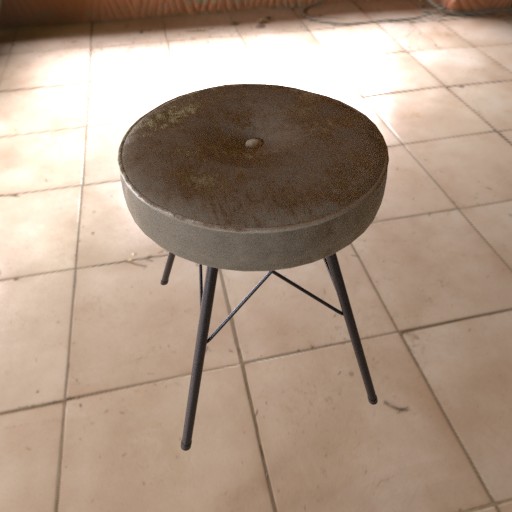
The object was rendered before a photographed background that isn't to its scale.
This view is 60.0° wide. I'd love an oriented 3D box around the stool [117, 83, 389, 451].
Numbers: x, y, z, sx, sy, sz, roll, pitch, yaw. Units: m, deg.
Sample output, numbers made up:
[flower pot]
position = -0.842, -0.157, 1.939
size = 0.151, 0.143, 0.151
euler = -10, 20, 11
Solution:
[stool]
position = 0.000, 0.000, 0.862
size = 0.423, 0.538, 0.457
euler = -10, 46, -10
